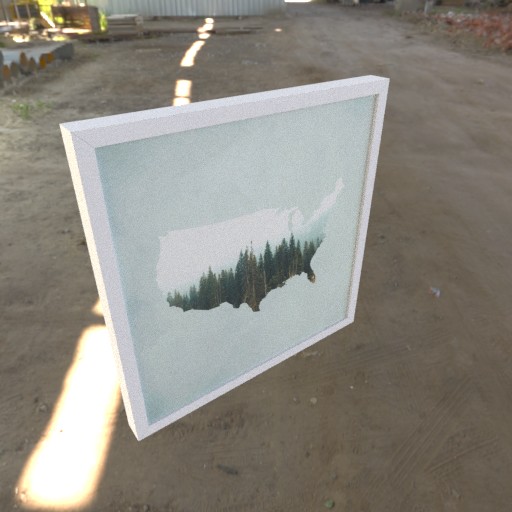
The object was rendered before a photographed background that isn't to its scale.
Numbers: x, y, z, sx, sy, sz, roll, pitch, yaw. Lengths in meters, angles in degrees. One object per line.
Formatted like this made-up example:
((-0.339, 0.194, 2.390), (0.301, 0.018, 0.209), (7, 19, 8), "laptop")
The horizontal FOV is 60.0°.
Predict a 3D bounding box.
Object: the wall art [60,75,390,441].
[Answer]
((0.000, 0.000, 0.441), (0.304, 0.304, 0.024), (-21, 37, -30), "wall art")
